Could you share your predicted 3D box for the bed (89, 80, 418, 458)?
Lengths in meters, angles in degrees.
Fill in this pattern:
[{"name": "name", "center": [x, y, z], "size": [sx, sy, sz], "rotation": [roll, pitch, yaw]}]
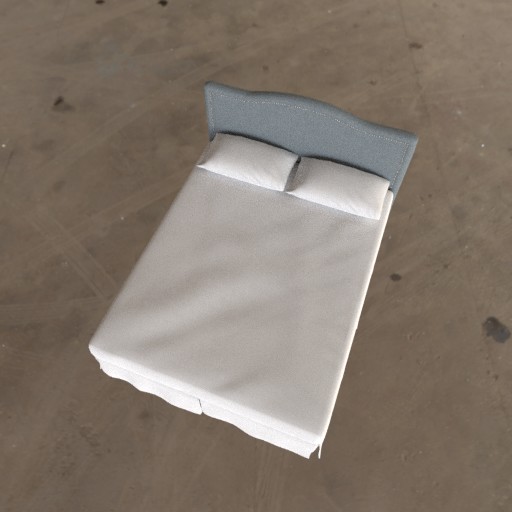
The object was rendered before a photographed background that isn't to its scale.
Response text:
[{"name": "bed", "center": [0.000, 0.000, 3.993], "size": [2.161, 1.457, 2.689], "rotation": [18, 61, 11]}]
